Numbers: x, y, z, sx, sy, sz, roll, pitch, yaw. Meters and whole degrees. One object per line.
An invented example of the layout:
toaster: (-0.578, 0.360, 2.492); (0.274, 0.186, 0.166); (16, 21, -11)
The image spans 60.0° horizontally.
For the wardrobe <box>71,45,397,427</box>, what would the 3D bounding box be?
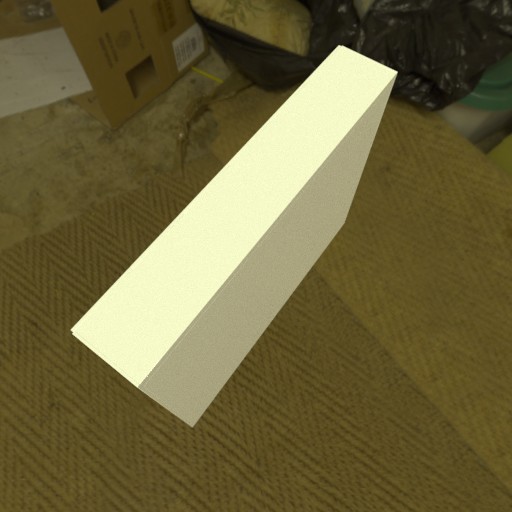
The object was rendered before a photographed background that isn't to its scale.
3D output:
wardrobe: (0.000, 0.000, 4.100); (0.580, 2.360, 3.000); (33, 68, 15)
